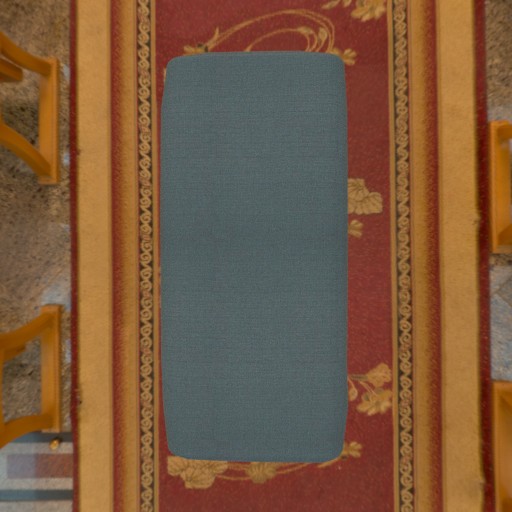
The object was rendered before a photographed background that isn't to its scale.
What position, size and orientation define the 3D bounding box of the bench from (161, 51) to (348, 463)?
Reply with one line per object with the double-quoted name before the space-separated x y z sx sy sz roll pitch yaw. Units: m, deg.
"bench" 0.000 0.000 1.273 0.476 0.474 0.995 0 91 2
